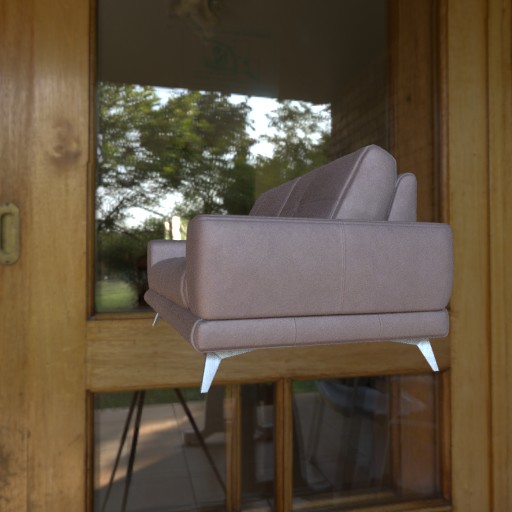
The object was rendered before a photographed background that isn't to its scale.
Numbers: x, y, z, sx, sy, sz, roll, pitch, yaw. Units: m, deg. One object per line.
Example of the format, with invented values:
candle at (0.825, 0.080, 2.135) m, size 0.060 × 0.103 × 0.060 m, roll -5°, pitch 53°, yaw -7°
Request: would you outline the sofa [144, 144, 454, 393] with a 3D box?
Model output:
sofa at (0.000, 0.000, 2.341) m, size 1.018 × 0.907 × 1.806 m, roll 0°, pitch -1°, yaw -19°
